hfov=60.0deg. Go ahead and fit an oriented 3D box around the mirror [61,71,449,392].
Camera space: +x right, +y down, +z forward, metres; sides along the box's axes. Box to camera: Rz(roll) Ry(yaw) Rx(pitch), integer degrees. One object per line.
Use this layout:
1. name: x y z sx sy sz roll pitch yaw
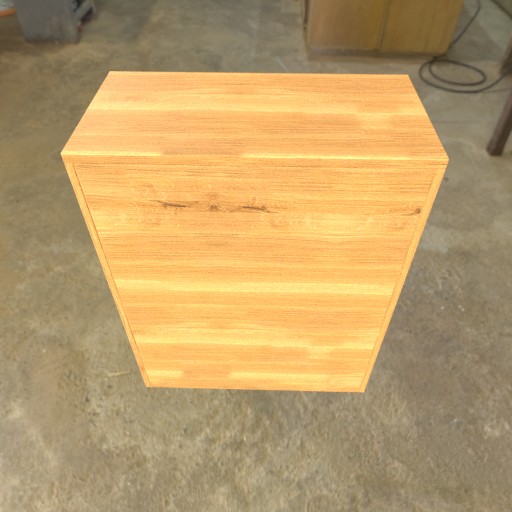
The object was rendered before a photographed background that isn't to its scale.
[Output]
1. mirror: 0.000 0.000 1.408 0.800 1.000 0.400 1 46 1
